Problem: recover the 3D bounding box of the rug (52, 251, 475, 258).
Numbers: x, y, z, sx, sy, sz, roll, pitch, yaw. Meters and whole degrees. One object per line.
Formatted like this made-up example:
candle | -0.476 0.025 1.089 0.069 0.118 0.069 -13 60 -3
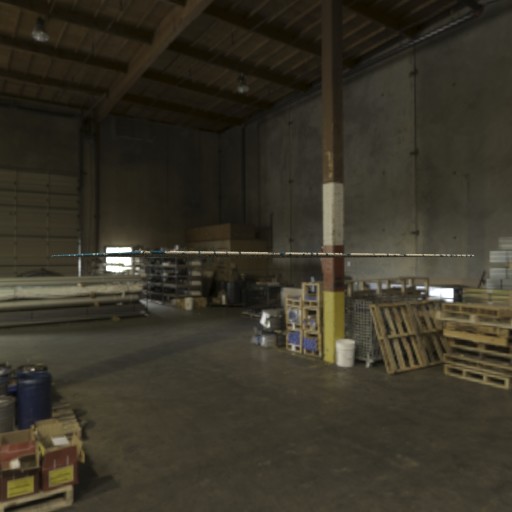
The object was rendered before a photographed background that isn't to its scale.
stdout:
rug | 0.000 0.000 4.034 3.017 0.014 2.416 0 -1 -35
